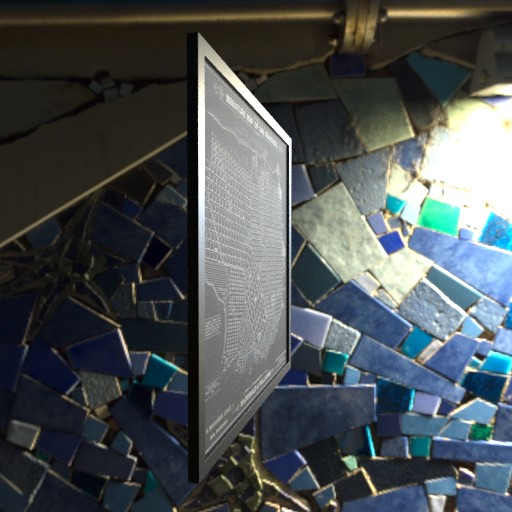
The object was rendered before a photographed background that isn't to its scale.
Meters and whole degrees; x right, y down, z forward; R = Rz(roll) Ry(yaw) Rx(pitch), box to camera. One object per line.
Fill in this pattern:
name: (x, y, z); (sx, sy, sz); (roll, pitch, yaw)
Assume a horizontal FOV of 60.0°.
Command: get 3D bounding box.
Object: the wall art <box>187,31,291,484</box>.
wall art: (0.000, 0.000, 1.181); (0.022, 0.807, 0.807); (0, 1, 16)
